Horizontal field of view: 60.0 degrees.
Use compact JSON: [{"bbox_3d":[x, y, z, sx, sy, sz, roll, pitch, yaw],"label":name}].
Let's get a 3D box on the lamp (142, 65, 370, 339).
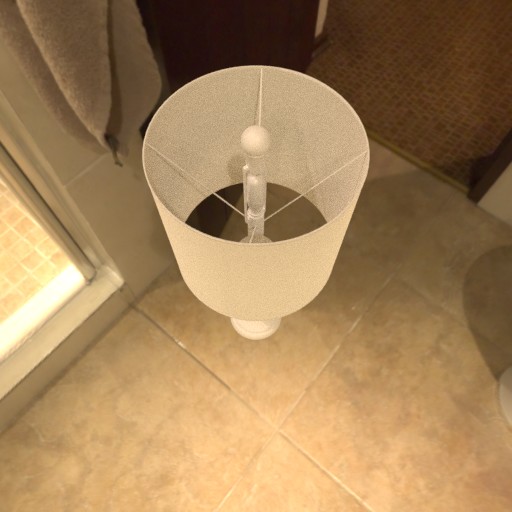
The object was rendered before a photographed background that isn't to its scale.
[{"bbox_3d":[0.000,0.000,0.738,0.250,0.597,0.250,3,64,1],"label":"lamp"}]
